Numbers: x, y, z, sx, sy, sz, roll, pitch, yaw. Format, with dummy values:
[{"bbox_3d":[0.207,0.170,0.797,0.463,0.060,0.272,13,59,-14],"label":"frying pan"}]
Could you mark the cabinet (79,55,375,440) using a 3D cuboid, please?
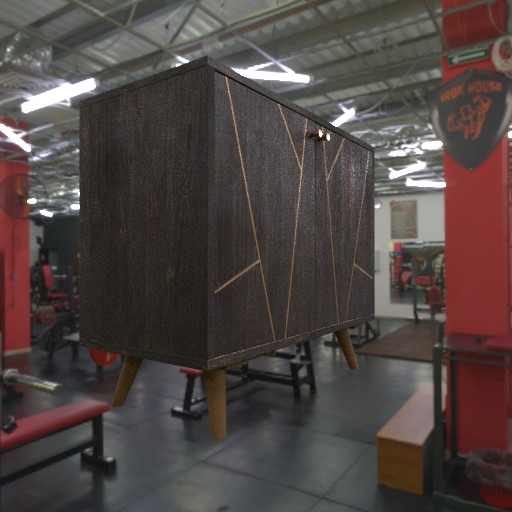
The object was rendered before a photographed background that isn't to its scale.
[{"bbox_3d":[0.000,0.000,1.543,0.529,0.897,1.023,0,0,36],"label":"cabinet"}]
